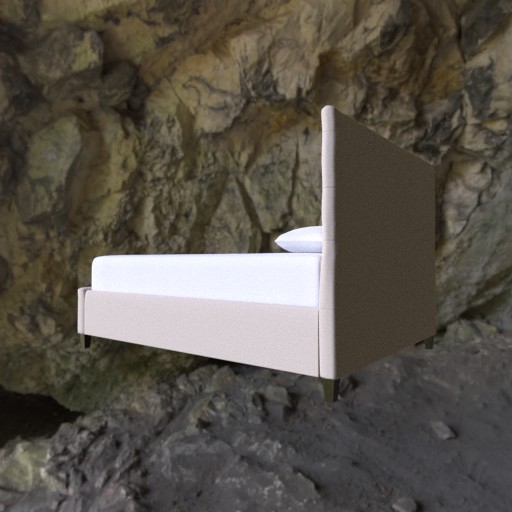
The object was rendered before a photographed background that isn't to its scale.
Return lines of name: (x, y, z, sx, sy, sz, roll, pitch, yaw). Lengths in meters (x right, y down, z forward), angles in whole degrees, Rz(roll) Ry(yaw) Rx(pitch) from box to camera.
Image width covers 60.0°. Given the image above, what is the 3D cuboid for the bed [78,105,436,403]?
bed: (0.000, 0.000, 3.431, 2.233, 1.426, 1.696, 0, -1, 37)
